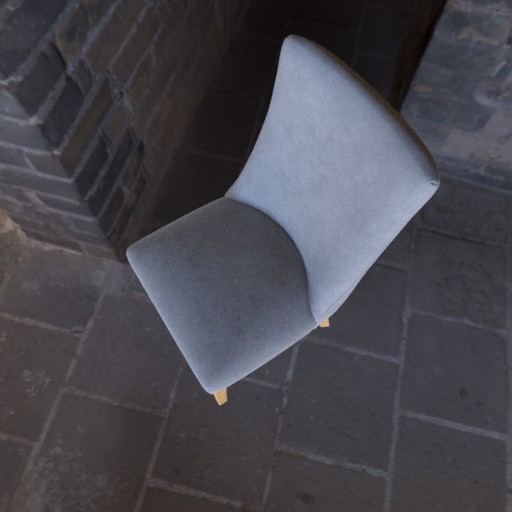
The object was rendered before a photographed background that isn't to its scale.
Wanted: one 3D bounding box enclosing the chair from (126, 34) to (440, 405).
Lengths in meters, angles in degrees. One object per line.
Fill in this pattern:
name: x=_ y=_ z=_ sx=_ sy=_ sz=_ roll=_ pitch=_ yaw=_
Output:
chair: x=0.000 y=0.000 z=1.233 sx=0.610 sy=0.902 sz=0.495 roll=-31 pitch=69 yaw=-13
